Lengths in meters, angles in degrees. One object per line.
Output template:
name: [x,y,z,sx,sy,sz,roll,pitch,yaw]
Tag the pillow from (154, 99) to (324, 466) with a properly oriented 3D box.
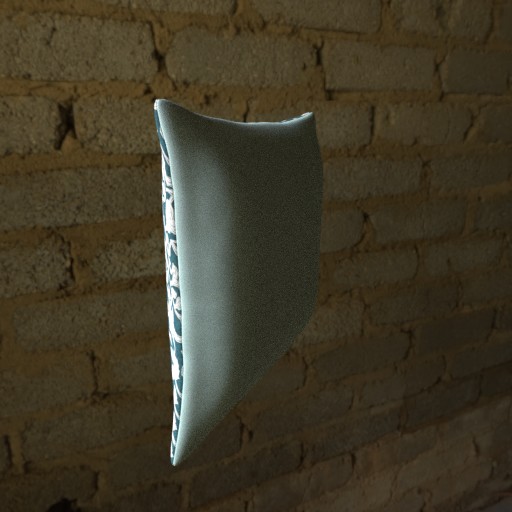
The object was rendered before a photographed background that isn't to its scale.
pillow: [0.000,0.000,0.799,0.166,0.508,0.525,8,18,25]
